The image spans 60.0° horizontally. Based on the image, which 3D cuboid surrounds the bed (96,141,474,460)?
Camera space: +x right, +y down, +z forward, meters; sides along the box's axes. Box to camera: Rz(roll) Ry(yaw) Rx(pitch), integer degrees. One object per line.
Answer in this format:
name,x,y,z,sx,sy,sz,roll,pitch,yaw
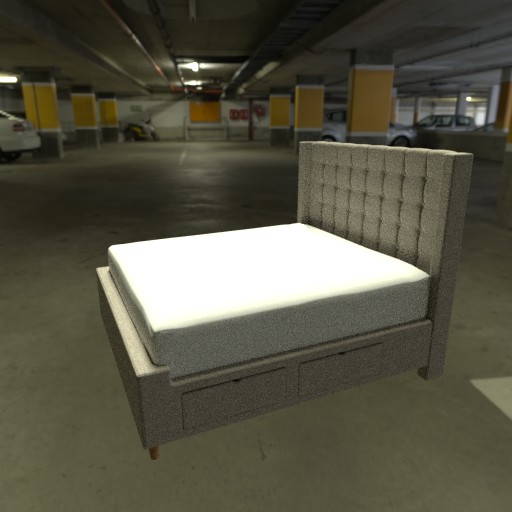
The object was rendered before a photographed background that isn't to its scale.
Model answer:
bed,0.000,0.000,3.689,2.372,1.748,2.044,-8,19,-24
